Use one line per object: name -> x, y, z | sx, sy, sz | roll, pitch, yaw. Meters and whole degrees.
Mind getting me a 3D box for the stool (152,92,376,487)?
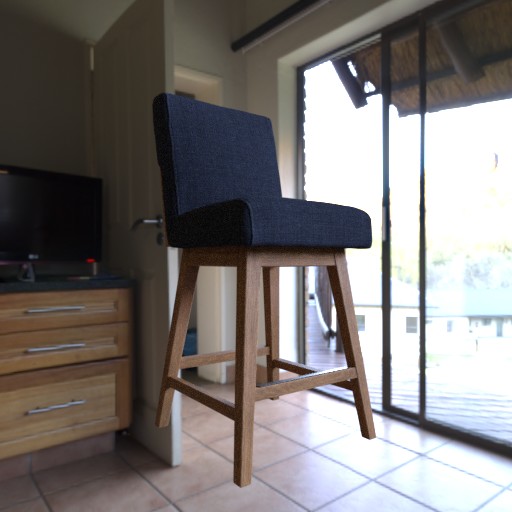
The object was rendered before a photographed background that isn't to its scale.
stool -> 0.000, 0.000, 1.302 | 0.459, 1.010, 0.526 | 0, -1, -36
